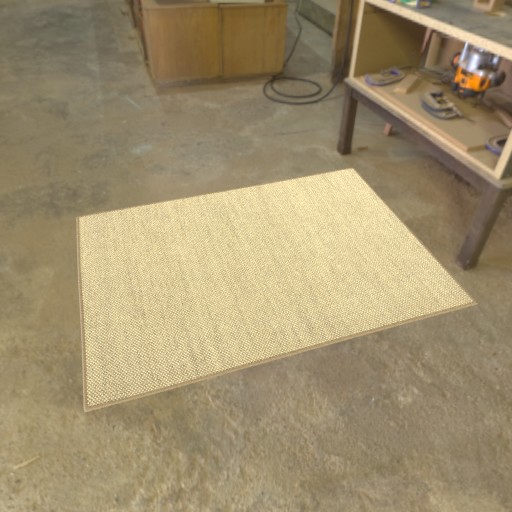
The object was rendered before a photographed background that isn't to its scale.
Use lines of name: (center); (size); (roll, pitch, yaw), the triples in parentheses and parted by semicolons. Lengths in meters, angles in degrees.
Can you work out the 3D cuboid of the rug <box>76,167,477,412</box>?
rug: (0.000, 0.000, 2.757); (2.115, 0.013, 1.517); (-12, 44, -13)
